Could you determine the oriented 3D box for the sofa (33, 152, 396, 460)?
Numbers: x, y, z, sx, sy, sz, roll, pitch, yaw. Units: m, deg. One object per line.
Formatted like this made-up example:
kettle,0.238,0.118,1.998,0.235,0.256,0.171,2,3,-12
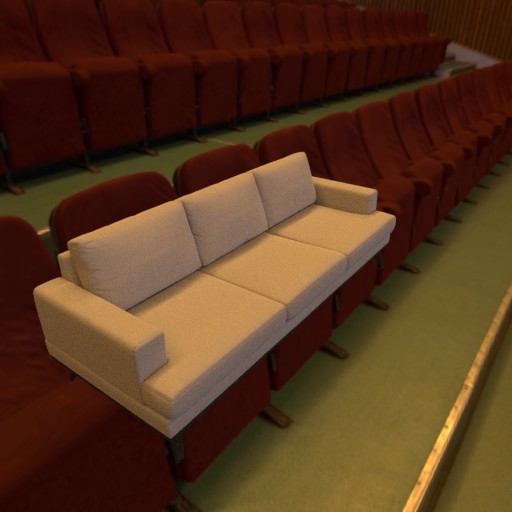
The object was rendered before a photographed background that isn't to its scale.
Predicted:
sofa,0.000,0.000,2.719,0.920,0.810,2.310,19,33,32
